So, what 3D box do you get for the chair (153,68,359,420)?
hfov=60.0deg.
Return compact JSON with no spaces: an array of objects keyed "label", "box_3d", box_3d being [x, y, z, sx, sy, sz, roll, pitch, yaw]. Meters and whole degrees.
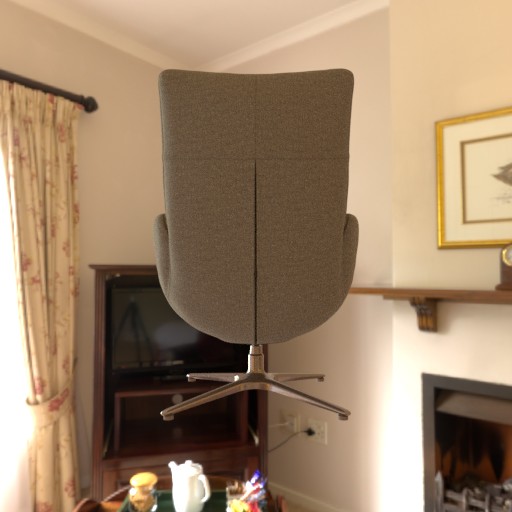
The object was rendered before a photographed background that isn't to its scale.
[{"label":"chair","box_3d":[0.000,0.000,1.533,0.702,0.984,0.831,0,-2,0]}]
